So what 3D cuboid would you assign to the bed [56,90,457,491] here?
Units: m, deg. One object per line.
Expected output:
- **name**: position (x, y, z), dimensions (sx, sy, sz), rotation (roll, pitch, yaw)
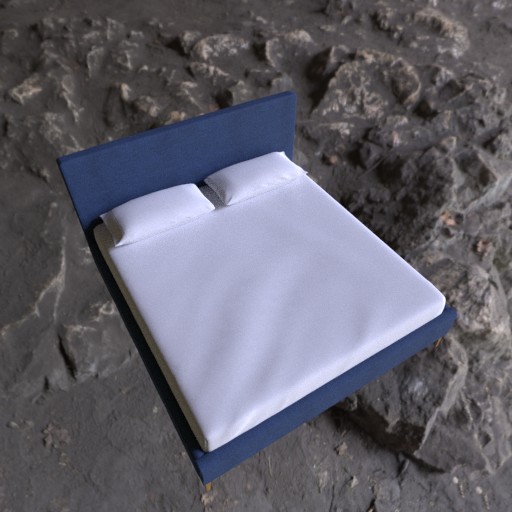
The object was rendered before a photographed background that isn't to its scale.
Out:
- **bed**: position (0.000, 0.000, 3.366), dimensions (2.096, 1.231, 2.232), rotation (-24, 51, -21)
